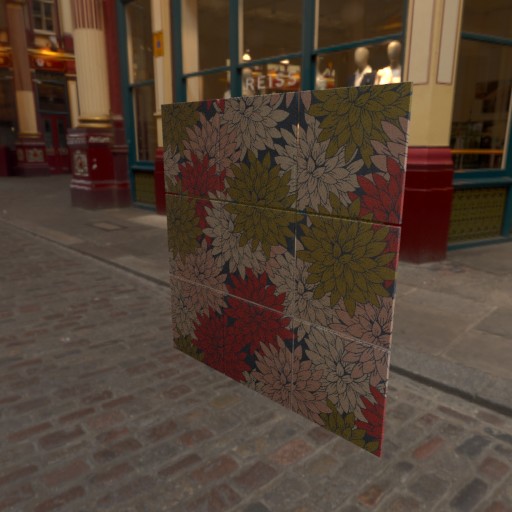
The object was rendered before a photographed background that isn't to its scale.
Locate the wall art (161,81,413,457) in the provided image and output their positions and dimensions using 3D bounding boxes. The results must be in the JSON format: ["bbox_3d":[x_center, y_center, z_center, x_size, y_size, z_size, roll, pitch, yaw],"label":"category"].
[{"bbox_3d":[0.000,0.000,1.786,1.206,1.218,0.013,14,20,42],"label":"wall art"}]
